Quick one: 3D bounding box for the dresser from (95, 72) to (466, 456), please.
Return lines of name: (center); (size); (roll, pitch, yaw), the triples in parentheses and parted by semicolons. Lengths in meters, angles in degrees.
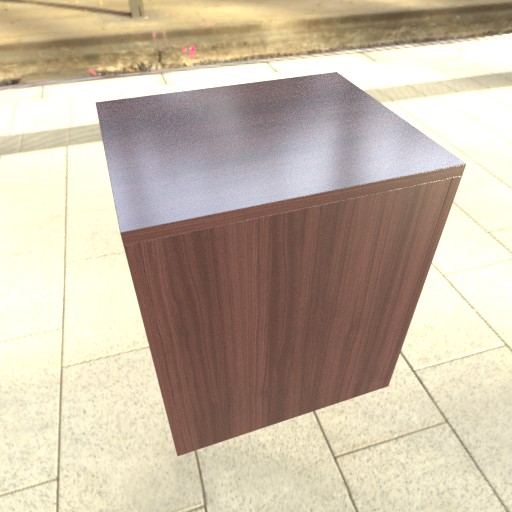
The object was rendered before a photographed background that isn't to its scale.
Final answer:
dresser: (0.000, 0.000, 0.755); (0.400, 0.470, 0.360); (-13, 43, -14)
